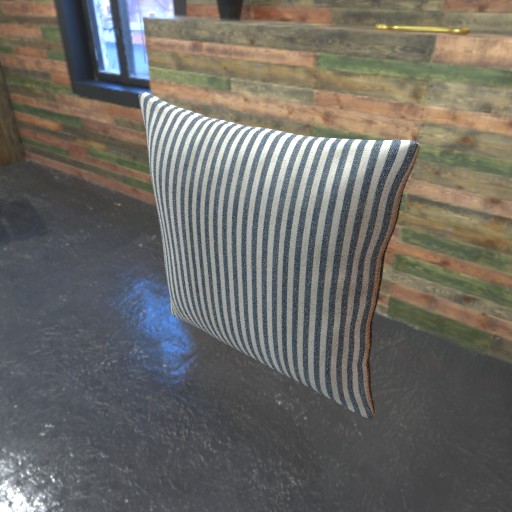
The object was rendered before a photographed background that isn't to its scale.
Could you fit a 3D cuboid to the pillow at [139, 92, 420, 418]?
[{"bbox_3d":[0.000,0.000,0.803,0.523,0.510,0.166,21,37,31],"label":"pillow"}]
